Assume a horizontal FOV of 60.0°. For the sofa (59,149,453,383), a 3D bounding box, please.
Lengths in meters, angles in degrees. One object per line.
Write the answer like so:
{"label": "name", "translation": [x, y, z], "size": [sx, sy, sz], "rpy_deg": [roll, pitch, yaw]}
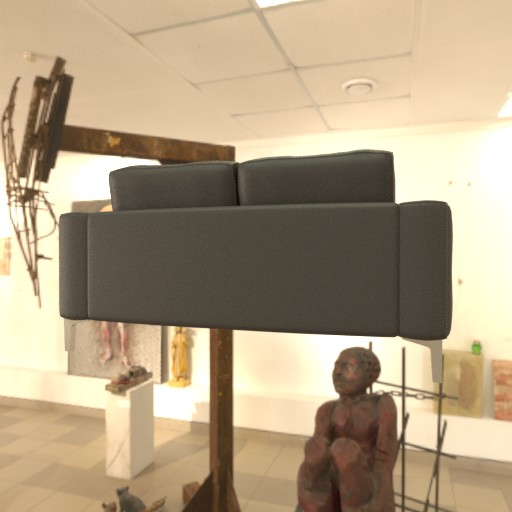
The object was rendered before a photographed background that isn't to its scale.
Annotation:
{"label": "sofa", "translation": [0.000, 0.000, 2.193], "size": [1.726, 0.893, 0.833], "rpy_deg": [0, 1, 18]}
